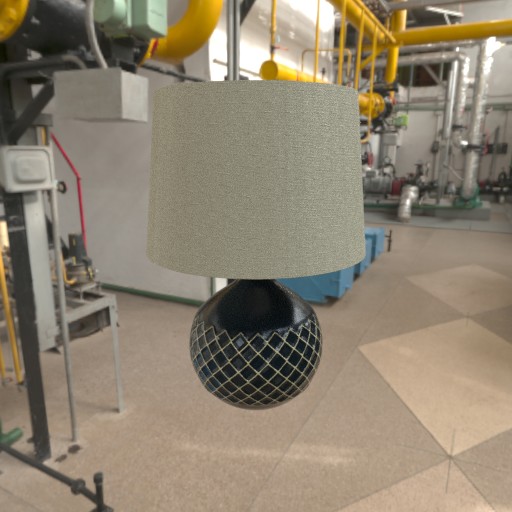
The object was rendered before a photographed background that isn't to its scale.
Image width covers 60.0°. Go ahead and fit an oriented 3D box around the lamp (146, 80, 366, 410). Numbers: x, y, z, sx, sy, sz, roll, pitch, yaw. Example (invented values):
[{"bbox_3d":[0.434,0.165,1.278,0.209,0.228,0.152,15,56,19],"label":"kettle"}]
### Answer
[{"bbox_3d":[0.000,0.000,0.784,0.376,0.540,0.376,0,14,0],"label":"lamp"}]
